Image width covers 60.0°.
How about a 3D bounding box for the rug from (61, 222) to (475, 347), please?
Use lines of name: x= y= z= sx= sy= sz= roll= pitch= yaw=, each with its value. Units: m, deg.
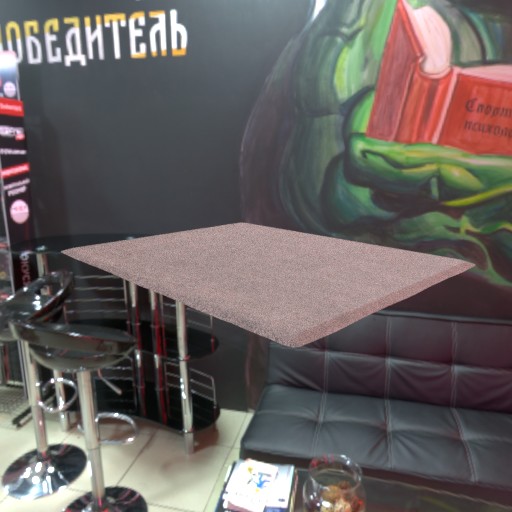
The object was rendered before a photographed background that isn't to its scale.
rug: x=0.000 y=0.000 z=3.916 sx=2.332 sy=0.027 sz=2.933 roll=-13 pitch=19 yaw=-43
